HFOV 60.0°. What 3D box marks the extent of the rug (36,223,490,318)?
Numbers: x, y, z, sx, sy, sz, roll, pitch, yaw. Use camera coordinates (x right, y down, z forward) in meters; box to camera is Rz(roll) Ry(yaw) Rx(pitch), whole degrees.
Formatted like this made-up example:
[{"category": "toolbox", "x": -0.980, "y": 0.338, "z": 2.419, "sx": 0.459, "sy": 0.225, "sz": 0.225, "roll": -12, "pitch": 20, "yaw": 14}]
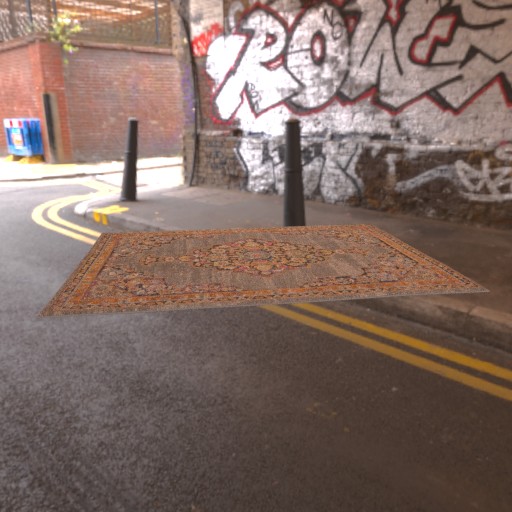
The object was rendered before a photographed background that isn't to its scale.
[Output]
[{"category": "rug", "x": 0.000, "y": 0.000, "z": 3.754, "sx": 2.901, "sy": 0.026, "sz": 2.043, "roll": -2, "pitch": 17, "yaw": -8}]
